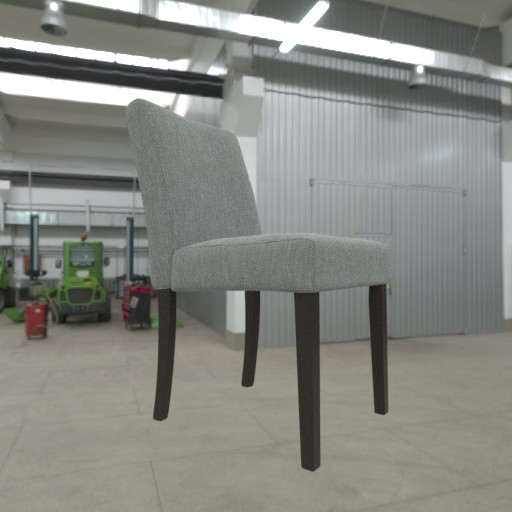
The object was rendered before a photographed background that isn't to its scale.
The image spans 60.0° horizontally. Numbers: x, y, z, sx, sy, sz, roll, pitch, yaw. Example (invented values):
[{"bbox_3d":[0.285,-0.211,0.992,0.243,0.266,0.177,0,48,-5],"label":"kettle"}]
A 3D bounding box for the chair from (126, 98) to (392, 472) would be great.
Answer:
[{"bbox_3d":[0.000,0.000,1.252,0.629,0.884,0.487,0,-1,36],"label":"chair"}]
